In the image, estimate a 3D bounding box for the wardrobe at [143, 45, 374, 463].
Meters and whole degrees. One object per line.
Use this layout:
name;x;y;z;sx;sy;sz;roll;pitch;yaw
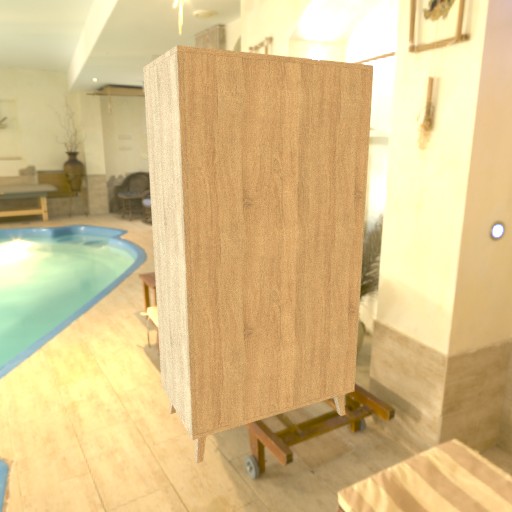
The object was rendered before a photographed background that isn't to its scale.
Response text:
wardrobe;0.000;0.000;2.462;1.000;1.960;0.600;-7;16;-26
